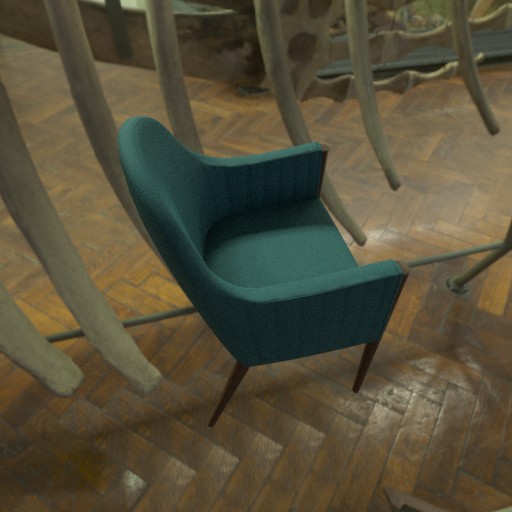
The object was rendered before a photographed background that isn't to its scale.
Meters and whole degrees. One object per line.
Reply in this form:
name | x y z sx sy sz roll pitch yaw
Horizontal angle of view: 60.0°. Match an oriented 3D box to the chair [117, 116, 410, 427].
chair | 0.000 0.000 1.376 0.652 0.907 0.656 -10 46 -10
